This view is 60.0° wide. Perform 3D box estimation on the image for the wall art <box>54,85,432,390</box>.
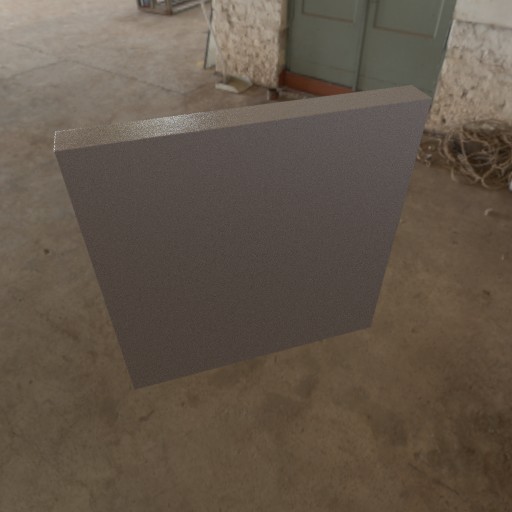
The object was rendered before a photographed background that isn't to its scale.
[{"bbox_3d":[0.000,0.000,0.523,0.350,0.350,0.038,-12,43,-13],"label":"wall art"}]
